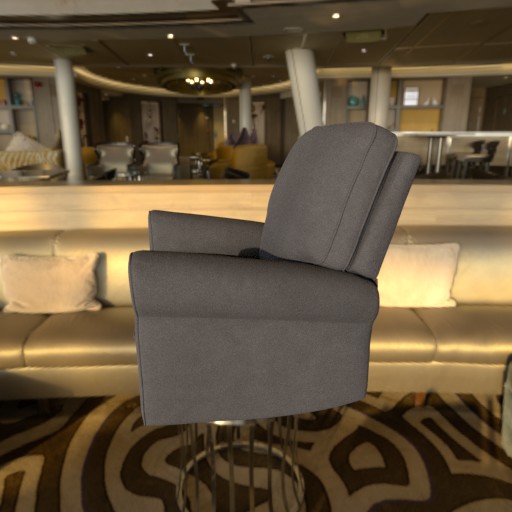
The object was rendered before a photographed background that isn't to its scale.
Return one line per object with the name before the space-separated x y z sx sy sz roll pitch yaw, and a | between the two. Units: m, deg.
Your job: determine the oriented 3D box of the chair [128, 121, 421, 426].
chair | 0.000 0.000 1.671 0.878 0.961 0.890 -2 15 -9
